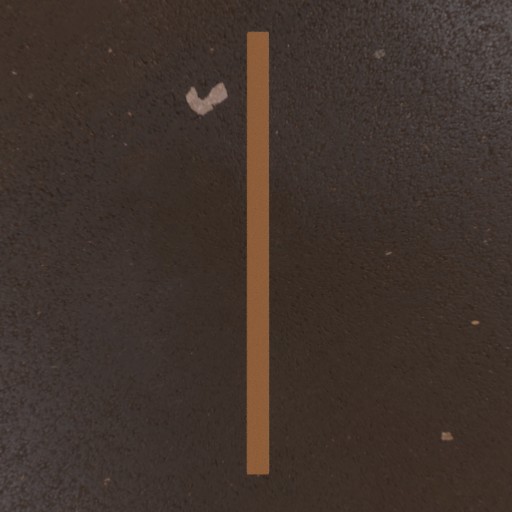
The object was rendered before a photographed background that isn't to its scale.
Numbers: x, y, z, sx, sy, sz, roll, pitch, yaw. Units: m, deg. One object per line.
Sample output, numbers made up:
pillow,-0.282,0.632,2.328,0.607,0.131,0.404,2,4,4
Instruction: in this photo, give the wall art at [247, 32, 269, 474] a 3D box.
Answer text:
wall art,0.000,0.000,1.141,0.037,0.761,0.761,0,89,-1
